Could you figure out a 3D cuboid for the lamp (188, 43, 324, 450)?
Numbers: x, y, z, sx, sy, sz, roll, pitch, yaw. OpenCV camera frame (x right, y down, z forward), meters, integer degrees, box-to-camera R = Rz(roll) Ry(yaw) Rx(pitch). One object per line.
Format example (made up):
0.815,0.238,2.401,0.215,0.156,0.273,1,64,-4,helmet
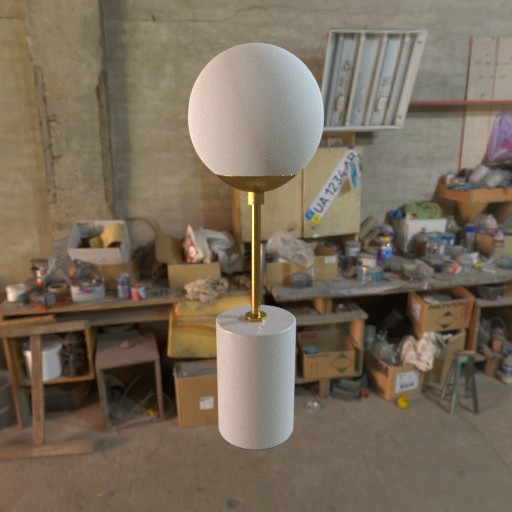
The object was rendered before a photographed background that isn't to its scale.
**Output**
0.000,0.000,0.547,0.153,0.480,0.153,0,15,0,lamp
